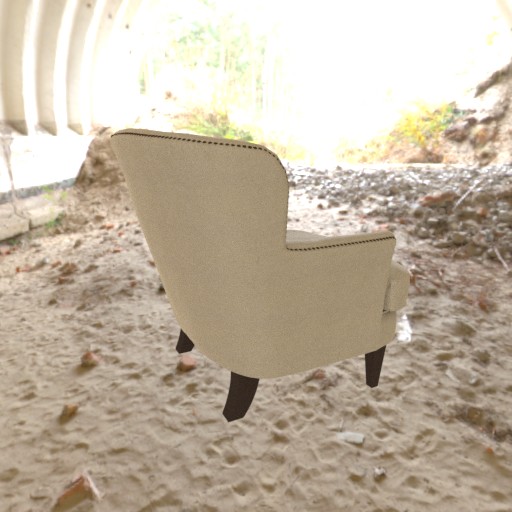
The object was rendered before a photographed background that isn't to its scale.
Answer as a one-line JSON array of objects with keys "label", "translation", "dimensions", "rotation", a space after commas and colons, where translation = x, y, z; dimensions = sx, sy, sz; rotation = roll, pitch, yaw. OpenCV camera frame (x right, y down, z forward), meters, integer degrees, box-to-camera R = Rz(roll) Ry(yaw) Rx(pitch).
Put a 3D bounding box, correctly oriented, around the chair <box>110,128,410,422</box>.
[{"label": "chair", "translation": [0.000, 0.000, 1.570], "dimensions": [0.906, 0.868, 0.848], "rotation": [-8, 18, -26]}]
